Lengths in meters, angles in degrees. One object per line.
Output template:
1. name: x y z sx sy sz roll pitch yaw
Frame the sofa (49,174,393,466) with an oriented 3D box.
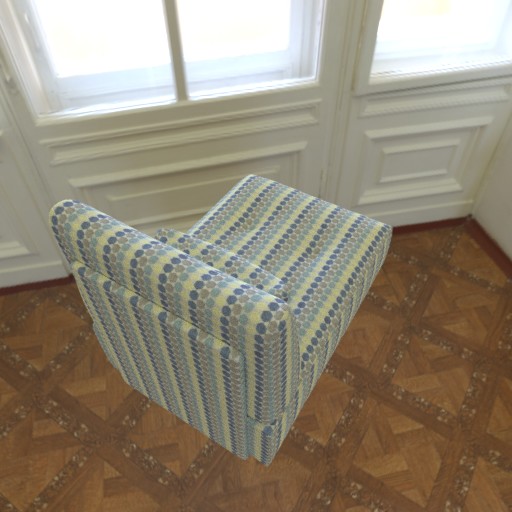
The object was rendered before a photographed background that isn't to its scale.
1. sofa: 0.000 0.000 1.546 0.700 0.820 1.000 25 52 21
